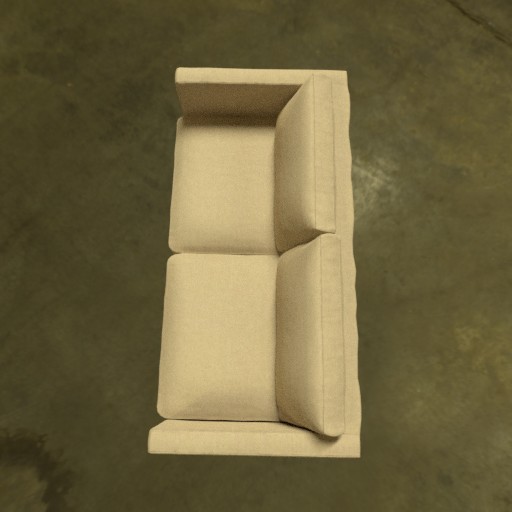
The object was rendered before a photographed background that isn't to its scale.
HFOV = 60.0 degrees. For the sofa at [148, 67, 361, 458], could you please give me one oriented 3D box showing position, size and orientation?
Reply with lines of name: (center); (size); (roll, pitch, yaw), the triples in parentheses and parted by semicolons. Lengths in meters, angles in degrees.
sofa: (0.000, 0.000, 2.411); (0.962, 0.835, 1.959); (1, 76, 0)
